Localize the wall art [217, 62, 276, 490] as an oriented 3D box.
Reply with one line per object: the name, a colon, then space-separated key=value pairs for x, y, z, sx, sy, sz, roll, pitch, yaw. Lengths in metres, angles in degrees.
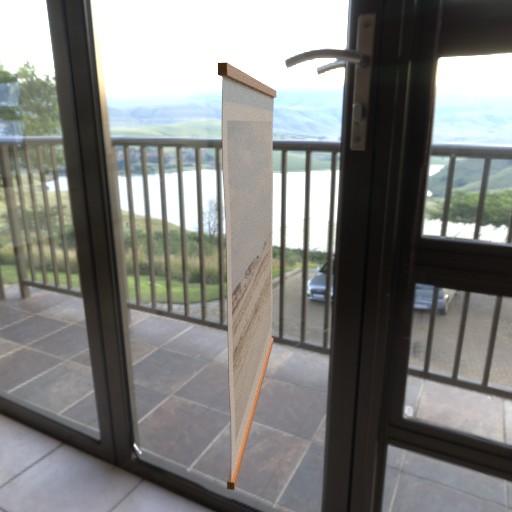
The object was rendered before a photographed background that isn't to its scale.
wall art: x=0.000 y=0.000 z=0.688 sx=0.010 sy=0.507 sz=0.404 roll=3 pitch=17 yaw=9
